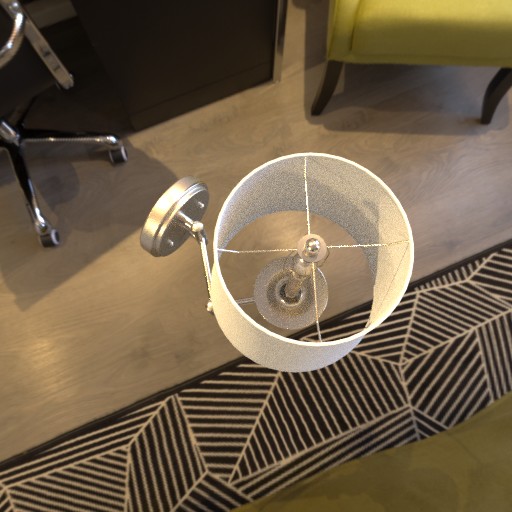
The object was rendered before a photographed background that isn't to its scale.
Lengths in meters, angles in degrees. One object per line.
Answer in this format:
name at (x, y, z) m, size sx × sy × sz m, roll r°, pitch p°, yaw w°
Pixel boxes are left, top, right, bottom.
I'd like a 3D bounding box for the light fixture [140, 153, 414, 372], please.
light fixture at (0.000, 0.000, 0.582) m, size 0.348 × 0.381 × 0.223 m, roll 35°, pitch 79°, yaw 8°
